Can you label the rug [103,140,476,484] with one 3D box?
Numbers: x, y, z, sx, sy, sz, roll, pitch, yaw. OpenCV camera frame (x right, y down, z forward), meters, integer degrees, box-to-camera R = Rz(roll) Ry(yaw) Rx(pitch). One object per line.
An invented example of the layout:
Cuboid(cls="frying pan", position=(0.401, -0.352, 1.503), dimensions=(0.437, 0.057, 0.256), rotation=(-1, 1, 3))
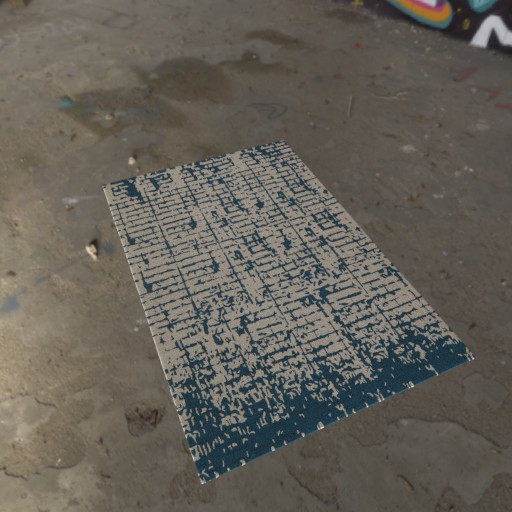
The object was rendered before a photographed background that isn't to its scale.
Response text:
Cuboid(cls="rug", position=(0.000, 0.000, 2.272), dimensions=(1.220, 0.007, 1.828), rotation=(-18, 49, -16))
